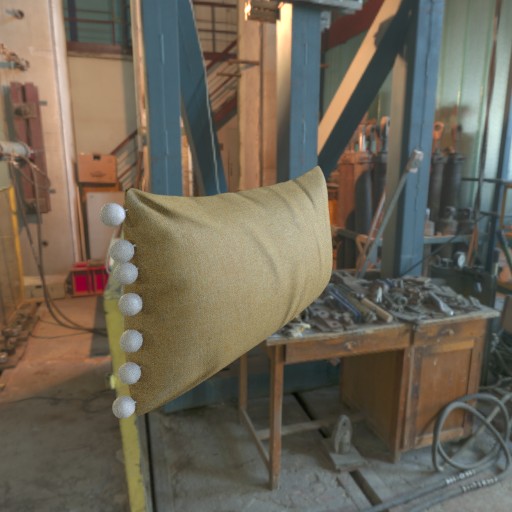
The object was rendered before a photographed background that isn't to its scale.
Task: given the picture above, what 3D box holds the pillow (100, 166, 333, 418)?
[{"bbox_3d":[0.000,0.000,0.837,0.201,0.322,0.709,7,14,28],"label":"pillow"}]
